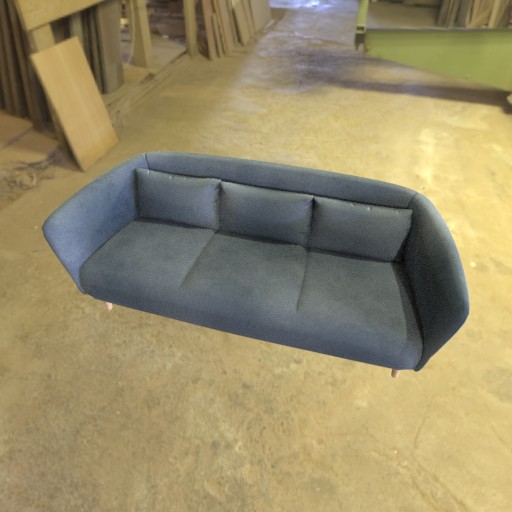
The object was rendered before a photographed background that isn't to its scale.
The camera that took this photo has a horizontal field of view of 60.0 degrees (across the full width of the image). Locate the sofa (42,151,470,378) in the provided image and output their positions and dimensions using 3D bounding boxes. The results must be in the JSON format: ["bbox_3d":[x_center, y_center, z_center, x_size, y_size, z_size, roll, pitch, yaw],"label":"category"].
[{"bbox_3d":[0.000,0.000,2.530,2.095,0.795,0.849,11,41,13],"label":"sofa"}]
